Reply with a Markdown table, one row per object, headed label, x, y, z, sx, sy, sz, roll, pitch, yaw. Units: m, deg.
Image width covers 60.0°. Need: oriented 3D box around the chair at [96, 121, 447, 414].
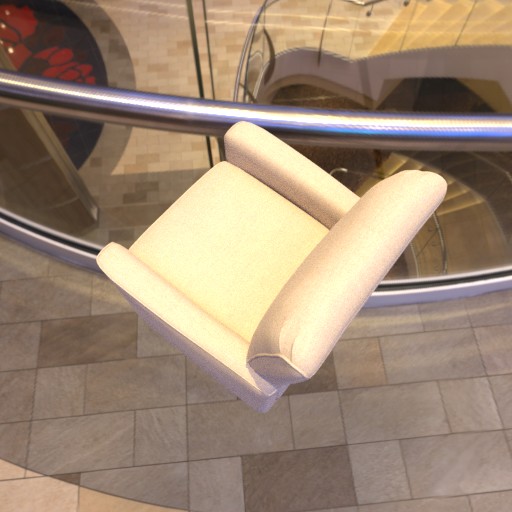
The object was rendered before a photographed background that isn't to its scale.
| label | x | y | z | sx | sy | sz | roll | pitch | yaw |
| --- | --- | --- | --- | --- | --- | --- | --- | --- | --- |
| chair | 0.000 | 0.000 | 1.645 | 0.858 | 1.023 | 0.841 | 36 | 70 | 16 |
